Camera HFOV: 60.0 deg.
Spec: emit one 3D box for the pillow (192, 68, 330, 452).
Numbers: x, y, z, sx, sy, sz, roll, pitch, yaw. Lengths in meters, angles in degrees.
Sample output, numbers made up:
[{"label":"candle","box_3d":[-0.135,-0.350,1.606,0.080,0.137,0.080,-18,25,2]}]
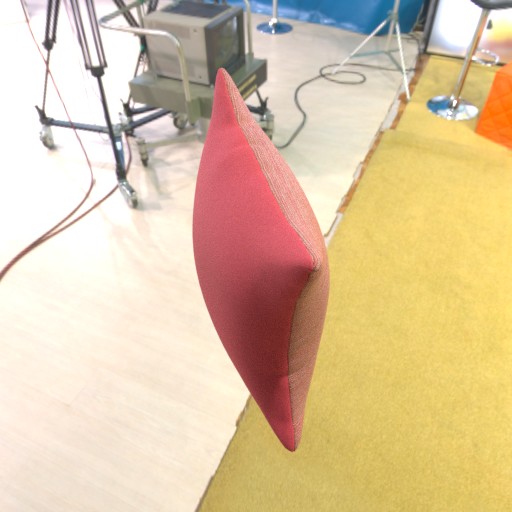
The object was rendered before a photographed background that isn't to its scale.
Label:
[{"label":"pillow","box_3d":[0.000,0.000,0.841,0.229,0.501,0.559,-10,46,-10]}]
